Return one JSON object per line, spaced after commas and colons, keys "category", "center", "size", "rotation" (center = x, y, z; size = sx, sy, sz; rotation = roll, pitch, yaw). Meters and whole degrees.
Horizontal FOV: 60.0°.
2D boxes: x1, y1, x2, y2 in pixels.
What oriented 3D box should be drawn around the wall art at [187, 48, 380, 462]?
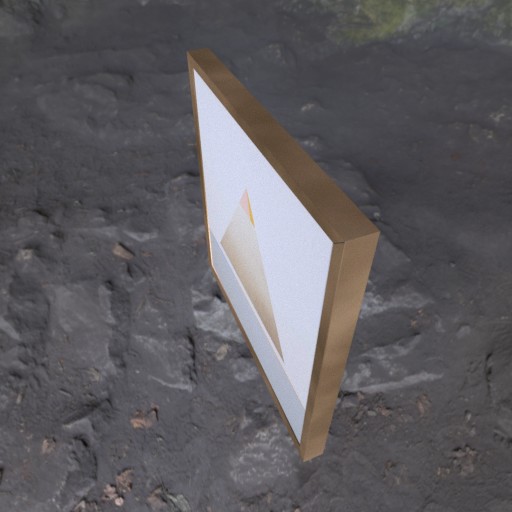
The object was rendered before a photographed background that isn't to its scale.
{"category": "wall art", "center": [0.000, 0.000, 0.755], "size": [0.038, 0.511, 0.513], "rotation": [-16, 47, -16]}
